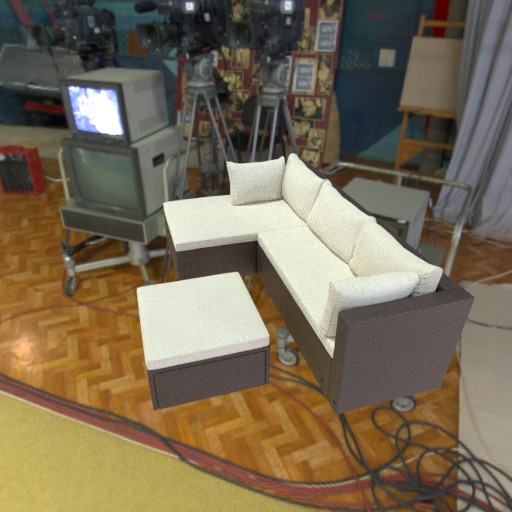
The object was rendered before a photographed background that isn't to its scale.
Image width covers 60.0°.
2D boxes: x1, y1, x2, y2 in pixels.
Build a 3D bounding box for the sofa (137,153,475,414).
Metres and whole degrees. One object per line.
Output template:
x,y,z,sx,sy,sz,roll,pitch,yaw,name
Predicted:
0.000,0.000,3.015,1.612,0.766,2.192,-9,32,-14,sofa
